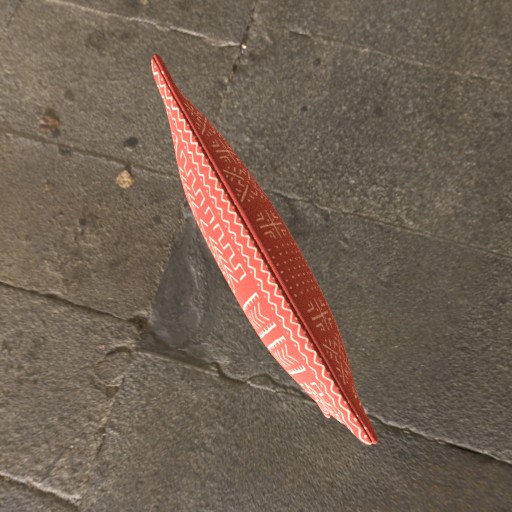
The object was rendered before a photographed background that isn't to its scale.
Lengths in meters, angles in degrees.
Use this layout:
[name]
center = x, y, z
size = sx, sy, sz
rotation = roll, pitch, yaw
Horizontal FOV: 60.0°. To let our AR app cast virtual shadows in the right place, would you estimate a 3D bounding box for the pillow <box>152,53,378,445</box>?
[pillow]
center = 0.000, 0.000, 0.773
size = 0.130, 0.352, 0.640
rotation = -28, 78, -6
